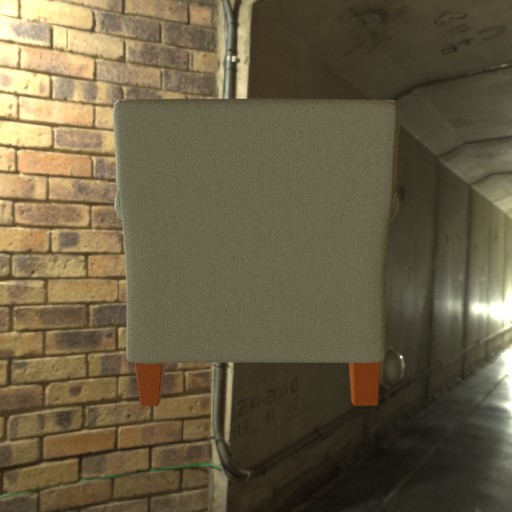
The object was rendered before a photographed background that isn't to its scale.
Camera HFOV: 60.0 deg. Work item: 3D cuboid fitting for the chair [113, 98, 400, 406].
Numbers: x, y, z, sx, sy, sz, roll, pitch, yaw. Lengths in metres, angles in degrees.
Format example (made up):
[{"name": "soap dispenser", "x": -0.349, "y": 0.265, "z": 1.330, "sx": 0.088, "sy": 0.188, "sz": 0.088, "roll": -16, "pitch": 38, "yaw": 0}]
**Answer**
[{"name": "chair", "x": 0.000, "y": 0.000, "z": 1.858, "sx": 0.955, "sy": 1.038, "sz": 1.070, "roll": 0, "pitch": -1, "yaw": 0}]
